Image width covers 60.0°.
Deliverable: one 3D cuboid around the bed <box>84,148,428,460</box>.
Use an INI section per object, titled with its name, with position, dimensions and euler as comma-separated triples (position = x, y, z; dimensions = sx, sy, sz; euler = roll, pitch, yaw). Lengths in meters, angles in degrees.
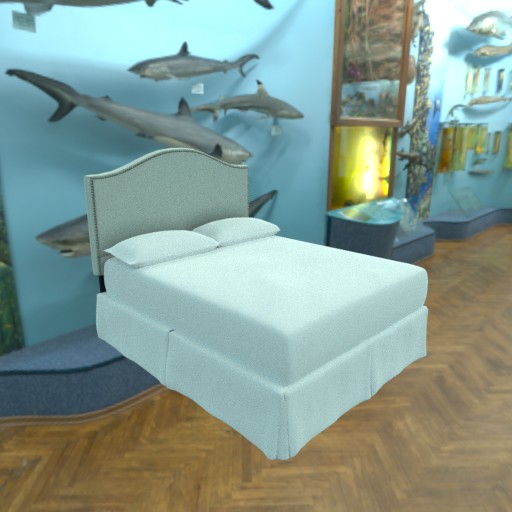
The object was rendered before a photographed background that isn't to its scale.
[bed]
position = 0.000, 0.000, 3.482
dimensions = 2.180, 1.607, 1.813
euler = 15, 21, 43
